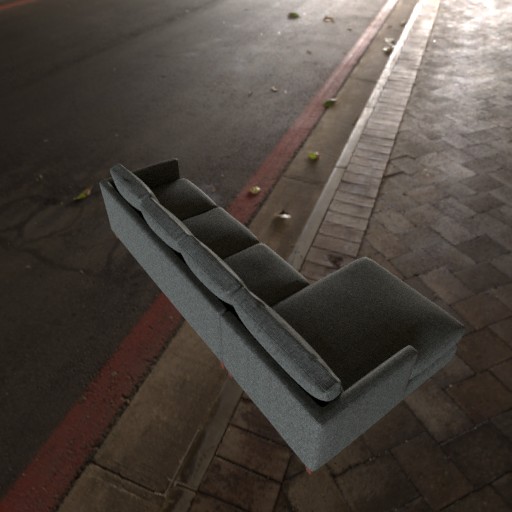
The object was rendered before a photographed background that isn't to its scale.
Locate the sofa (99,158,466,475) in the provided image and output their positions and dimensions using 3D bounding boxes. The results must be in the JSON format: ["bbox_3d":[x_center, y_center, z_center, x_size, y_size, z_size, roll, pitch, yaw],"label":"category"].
[{"bbox_3d":[0.000,0.000,4.171,1.635,0.960,3.485,-26,47,-27],"label":"sofa"}]
